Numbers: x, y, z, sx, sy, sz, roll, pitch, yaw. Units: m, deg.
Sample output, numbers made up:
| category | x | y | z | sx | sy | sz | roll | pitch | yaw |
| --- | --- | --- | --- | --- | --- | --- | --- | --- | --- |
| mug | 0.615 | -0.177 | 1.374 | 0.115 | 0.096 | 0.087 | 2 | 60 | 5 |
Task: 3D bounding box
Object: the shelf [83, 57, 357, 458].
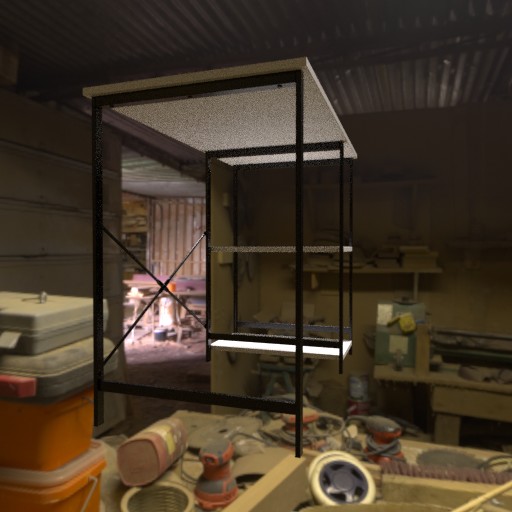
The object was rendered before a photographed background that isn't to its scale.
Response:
| category | x | y | z | sx | sy | sz | roll | pitch | yaw |
| --- | --- | --- | --- | --- | --- | --- | --- | --- | --- |
| shelf | 0.000 | 0.000 | 1.326 | 0.498 | 0.750 | 0.902 | 0 | 1 | 19 |
